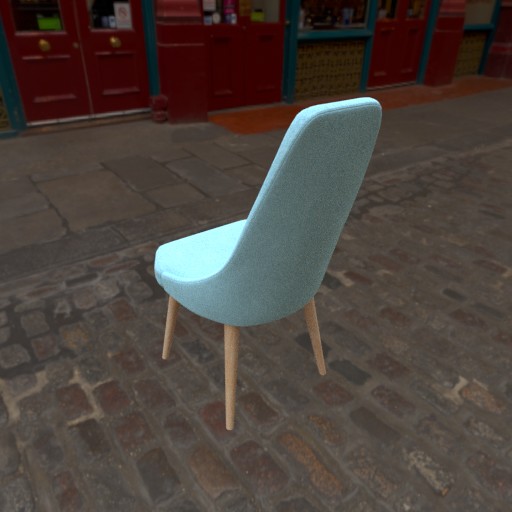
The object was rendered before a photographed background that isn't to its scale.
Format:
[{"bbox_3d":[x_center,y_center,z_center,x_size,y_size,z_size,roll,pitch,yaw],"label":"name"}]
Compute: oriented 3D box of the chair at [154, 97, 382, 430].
[{"bbox_3d":[0.000,0.000,1.404,0.510,1.040,0.660,-20,36,-31],"label":"chair"}]
